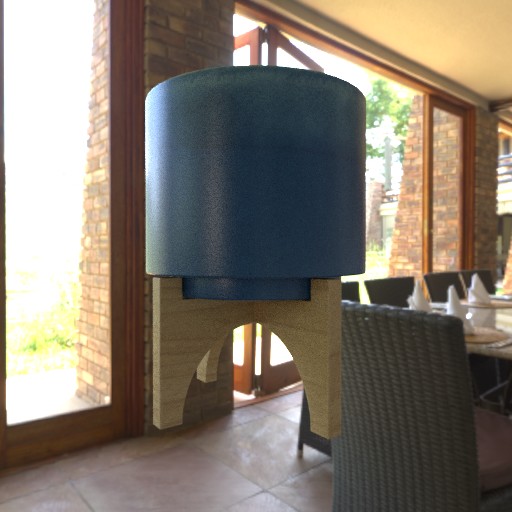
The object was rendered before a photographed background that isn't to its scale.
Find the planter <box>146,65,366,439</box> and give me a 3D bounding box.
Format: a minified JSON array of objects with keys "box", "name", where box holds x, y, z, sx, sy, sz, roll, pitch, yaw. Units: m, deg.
[{"box":[0.000,0.000,0.399,0.192,0.263,0.192,0,1,0],"name":"planter"}]
